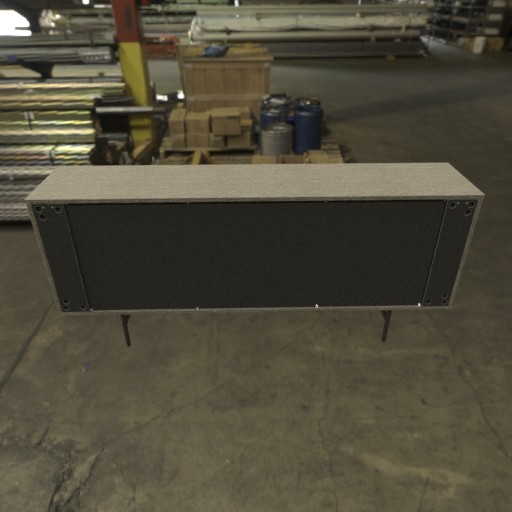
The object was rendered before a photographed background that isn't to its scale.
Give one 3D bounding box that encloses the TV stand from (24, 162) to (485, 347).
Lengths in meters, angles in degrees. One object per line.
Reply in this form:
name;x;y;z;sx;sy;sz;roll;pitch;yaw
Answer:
TV stand;0.000;0.000;2.111;1.804;0.787;0.405;-1;32;-1
